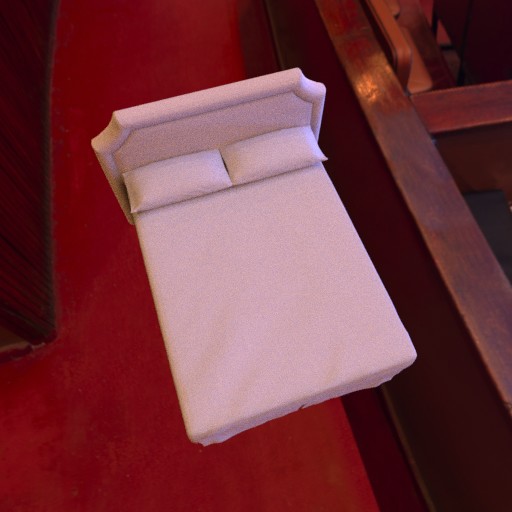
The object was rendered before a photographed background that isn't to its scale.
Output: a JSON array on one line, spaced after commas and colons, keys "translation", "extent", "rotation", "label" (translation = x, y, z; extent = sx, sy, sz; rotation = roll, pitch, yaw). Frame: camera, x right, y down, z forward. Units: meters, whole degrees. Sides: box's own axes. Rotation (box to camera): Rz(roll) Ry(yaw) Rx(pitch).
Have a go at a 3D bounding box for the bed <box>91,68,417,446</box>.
[{"translation": [0.000, 0.000, 3.272], "extent": [1.828, 1.297, 2.164], "rotation": [-17, 65, -8], "label": "bed"}]
